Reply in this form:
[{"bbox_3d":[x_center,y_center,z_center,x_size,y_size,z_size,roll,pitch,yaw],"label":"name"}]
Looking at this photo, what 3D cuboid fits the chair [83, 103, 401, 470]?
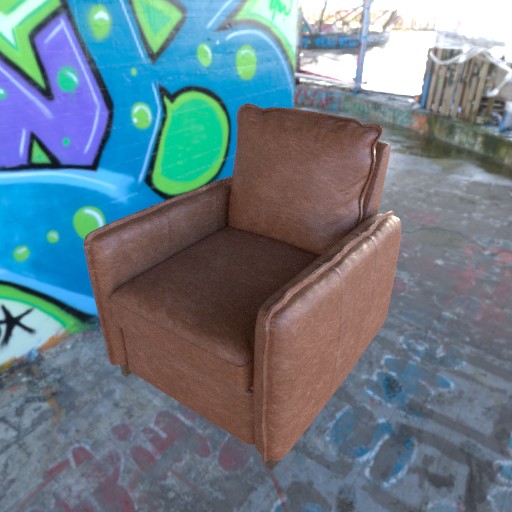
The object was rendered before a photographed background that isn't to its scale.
[{"bbox_3d":[0.000,0.000,1.615,0.830,0.922,0.922,20,35,30],"label":"chair"}]
